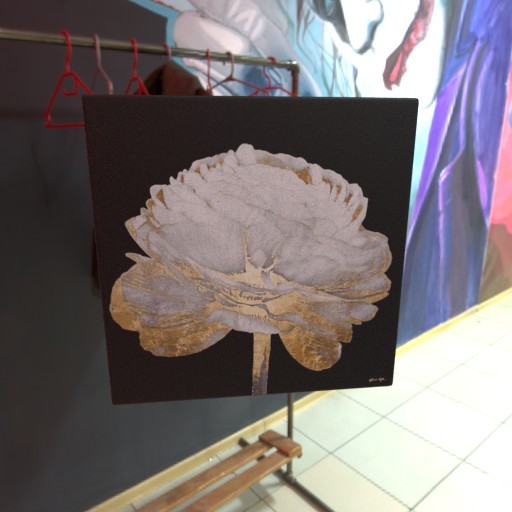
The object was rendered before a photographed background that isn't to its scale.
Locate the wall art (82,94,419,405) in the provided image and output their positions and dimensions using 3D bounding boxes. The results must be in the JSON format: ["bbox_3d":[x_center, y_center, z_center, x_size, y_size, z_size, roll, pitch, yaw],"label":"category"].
[{"bbox_3d":[0.000,0.000,0.602,0.406,0.407,0.041,-2,16,-7],"label":"wall art"}]
